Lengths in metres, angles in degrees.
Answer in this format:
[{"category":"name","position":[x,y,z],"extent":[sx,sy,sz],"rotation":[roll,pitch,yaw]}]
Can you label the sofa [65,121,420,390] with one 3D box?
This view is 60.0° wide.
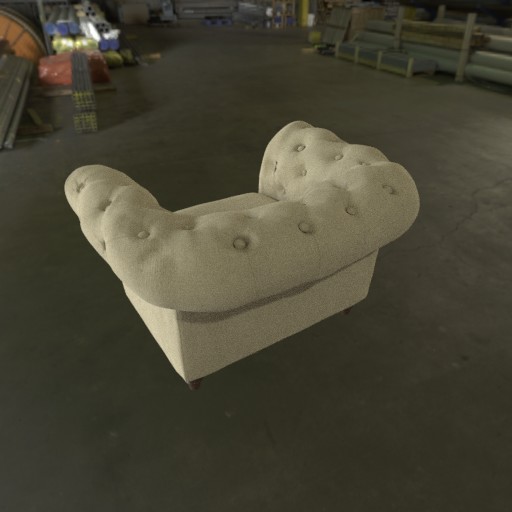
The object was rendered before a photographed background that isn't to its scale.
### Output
[{"category":"sofa","position":[0.000,0.000,2.060],"extent":[1.405,0.878,1.034],"rotation":[-20,38,-28]}]
